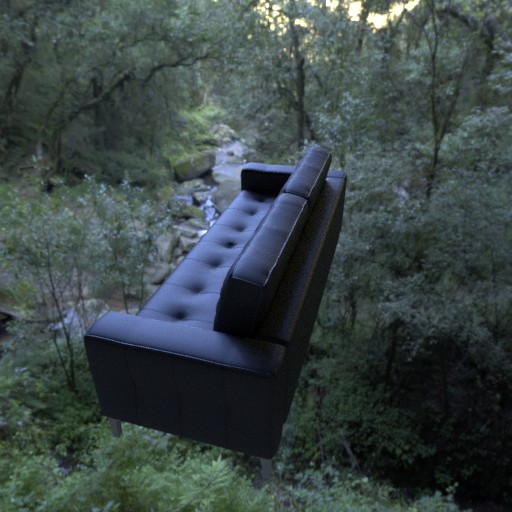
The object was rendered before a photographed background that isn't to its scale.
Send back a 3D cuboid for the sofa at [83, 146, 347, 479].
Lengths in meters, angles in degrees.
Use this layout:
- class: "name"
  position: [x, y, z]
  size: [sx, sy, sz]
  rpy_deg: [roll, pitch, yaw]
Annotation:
- class: "sofa"
  position: [0.000, 0.000, 2.704]
  size: [0.833, 0.893, 2.275]
  rpy_deg: [9, 32, 14]
